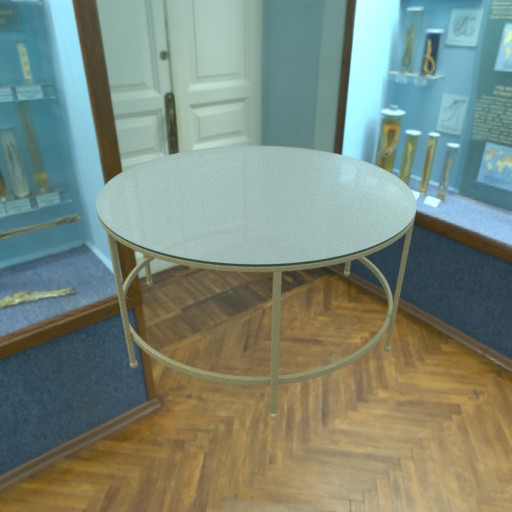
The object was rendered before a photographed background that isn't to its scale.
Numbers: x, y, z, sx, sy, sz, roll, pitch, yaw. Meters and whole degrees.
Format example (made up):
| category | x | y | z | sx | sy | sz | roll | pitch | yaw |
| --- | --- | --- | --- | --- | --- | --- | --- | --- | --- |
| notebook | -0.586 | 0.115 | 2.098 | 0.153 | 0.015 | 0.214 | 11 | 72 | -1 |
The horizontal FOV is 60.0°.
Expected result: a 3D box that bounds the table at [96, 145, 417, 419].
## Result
| category | x | y | z | sx | sy | sz | roll | pitch | yaw |
| --- | --- | --- | --- | --- | --- | --- | --- | --- | --- |
| table | 0.000 | 0.000 | 1.433 | 0.914 | 0.470 | 0.914 | 0 | 29 | 0 |
